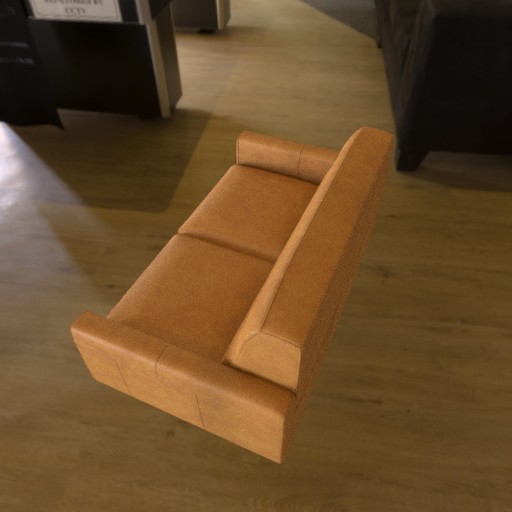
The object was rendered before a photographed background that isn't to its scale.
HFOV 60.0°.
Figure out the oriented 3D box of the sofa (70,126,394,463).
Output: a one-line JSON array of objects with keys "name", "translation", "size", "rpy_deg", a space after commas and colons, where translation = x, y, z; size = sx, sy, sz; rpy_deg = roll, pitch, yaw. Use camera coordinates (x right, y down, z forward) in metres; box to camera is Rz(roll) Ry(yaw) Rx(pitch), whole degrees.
[{"name": "sofa", "translation": [0.000, 0.000, 2.255], "size": [0.952, 0.925, 1.651], "rpy_deg": [18, 49, 16]}]
